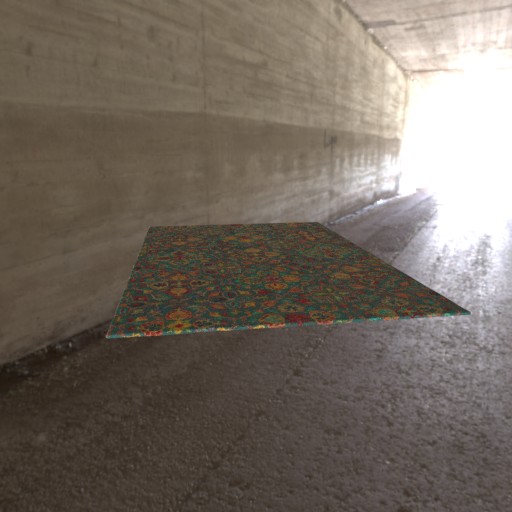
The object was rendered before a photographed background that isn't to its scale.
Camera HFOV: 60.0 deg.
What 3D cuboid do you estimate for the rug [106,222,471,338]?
[{"bbox_3d":[0.000,0.000,2.897,1.527,0.016,2.290,-2,15,-9],"label":"rug"}]
